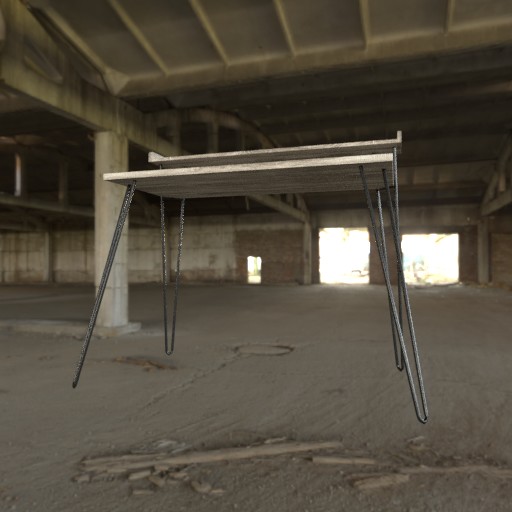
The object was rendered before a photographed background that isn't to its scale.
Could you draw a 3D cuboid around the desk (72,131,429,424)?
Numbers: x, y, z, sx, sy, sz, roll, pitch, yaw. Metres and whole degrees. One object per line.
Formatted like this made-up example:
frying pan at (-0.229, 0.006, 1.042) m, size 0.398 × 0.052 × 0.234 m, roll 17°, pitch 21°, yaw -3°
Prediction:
desk at (0.000, 0.000, 1.618) m, size 1.135 × 0.899 × 0.605 m, roll 0°, pitch -1°, yaw 17°
